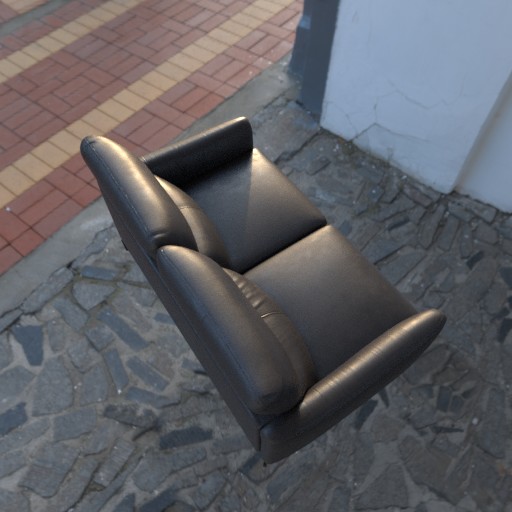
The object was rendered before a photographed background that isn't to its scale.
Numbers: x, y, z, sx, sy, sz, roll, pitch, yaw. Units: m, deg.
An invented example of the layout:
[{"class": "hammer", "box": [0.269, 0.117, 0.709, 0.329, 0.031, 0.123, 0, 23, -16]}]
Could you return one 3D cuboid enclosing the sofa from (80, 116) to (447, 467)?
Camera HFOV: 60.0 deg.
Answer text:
[{"class": "sofa", "box": [0.000, 0.000, 2.119, 0.958, 0.920, 1.596, -30, 62, -18]}]
